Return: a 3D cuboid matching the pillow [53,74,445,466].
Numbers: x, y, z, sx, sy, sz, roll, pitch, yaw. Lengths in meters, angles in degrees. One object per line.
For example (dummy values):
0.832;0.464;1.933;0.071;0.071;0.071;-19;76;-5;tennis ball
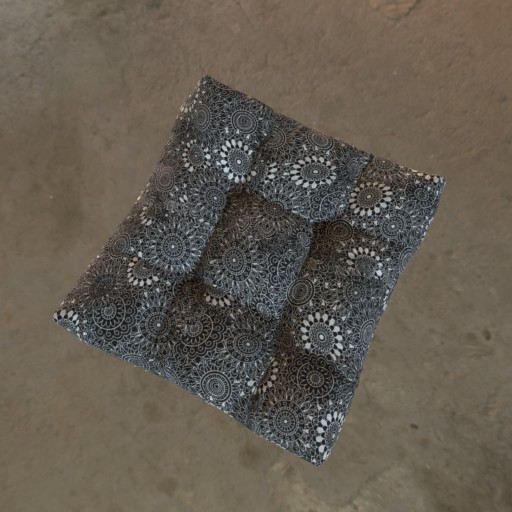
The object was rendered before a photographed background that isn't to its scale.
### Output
0.000;0.000;0.727;0.468;0.128;0.490;26;78;6;pillow
